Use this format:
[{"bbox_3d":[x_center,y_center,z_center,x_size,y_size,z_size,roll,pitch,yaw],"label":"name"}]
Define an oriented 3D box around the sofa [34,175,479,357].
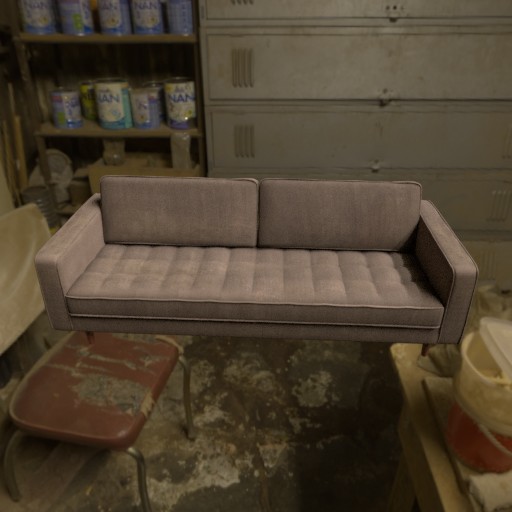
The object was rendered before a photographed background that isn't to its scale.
[{"bbox_3d":[0.000,0.000,2.675,2.295,0.813,0.923,2,30,3],"label":"sofa"}]
